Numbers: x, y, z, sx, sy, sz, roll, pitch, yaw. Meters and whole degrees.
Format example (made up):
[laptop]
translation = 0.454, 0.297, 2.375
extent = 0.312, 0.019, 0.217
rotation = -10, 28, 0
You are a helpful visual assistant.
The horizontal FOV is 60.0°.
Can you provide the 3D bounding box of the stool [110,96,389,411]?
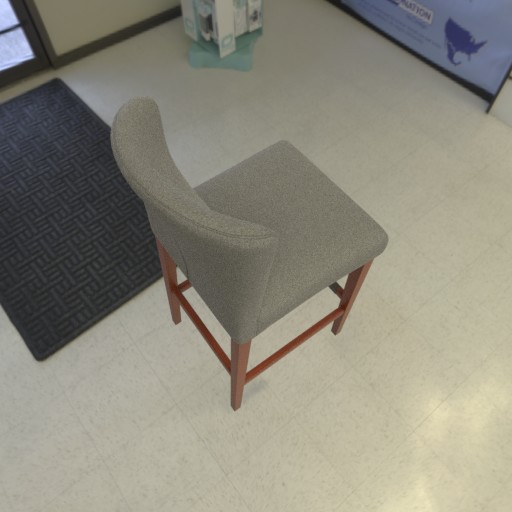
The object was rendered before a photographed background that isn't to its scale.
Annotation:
[stool]
translation = 0.000, 0.000, 1.322
extent = 0.568, 1.069, 0.481
rotation = -32, 63, -18
